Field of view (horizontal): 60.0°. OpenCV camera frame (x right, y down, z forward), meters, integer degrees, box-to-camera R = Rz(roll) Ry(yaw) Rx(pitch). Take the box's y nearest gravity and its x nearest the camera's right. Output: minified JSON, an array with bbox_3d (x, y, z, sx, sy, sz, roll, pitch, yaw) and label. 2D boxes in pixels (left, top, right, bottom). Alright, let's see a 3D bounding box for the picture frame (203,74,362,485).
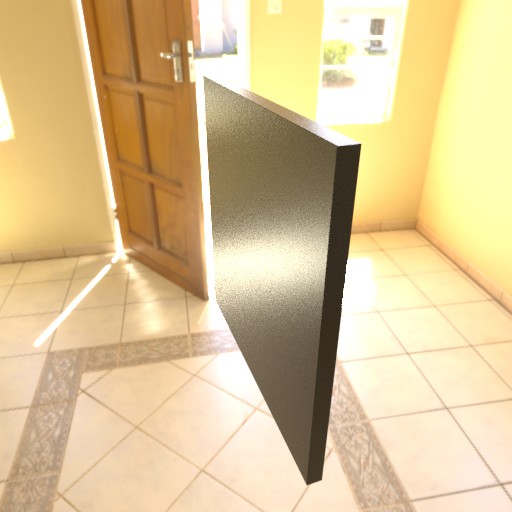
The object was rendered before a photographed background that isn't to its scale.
[{"bbox_3d":[0.000,0.000,0.818,0.029,0.557,0.559,-10,31,-17],"label":"picture frame"}]
